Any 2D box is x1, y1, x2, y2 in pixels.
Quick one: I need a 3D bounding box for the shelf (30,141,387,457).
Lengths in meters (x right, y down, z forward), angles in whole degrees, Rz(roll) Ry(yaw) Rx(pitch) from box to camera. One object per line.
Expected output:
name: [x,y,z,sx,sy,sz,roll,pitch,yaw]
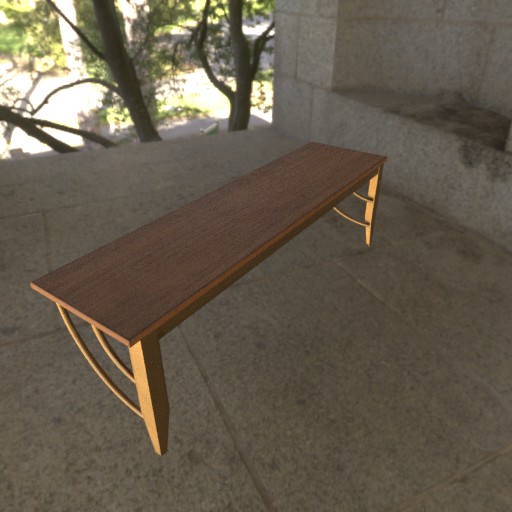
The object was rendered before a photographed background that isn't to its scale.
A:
shelf: [0.000,0.000,0.723,0.166,0.190,0.636,21,37,30]
